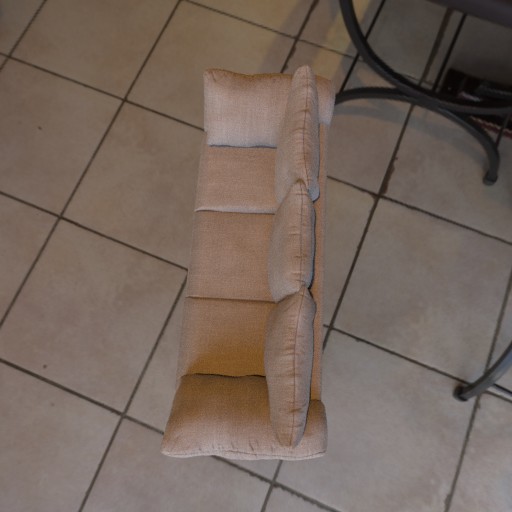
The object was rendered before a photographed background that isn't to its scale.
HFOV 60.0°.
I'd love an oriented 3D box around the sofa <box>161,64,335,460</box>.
[{"bbox_3d":[0.000,0.000,2.828,0.878,0.996,2.334,4,75,1],"label":"sofa"}]
